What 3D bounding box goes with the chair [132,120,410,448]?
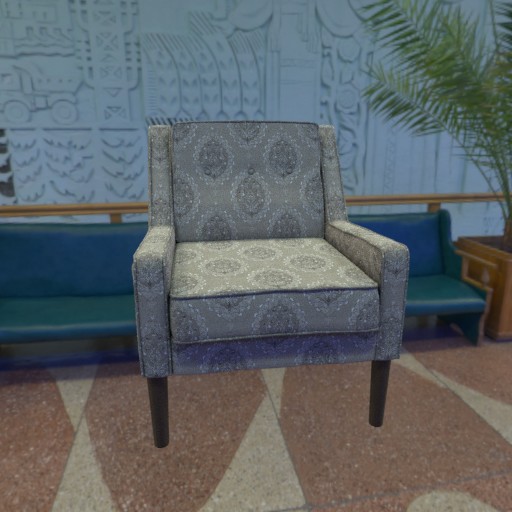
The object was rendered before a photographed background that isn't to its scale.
[{"bbox_3d":[0.000,0.000,1.353,0.665,0.797,0.750,-2,17,-8],"label":"chair"}]
